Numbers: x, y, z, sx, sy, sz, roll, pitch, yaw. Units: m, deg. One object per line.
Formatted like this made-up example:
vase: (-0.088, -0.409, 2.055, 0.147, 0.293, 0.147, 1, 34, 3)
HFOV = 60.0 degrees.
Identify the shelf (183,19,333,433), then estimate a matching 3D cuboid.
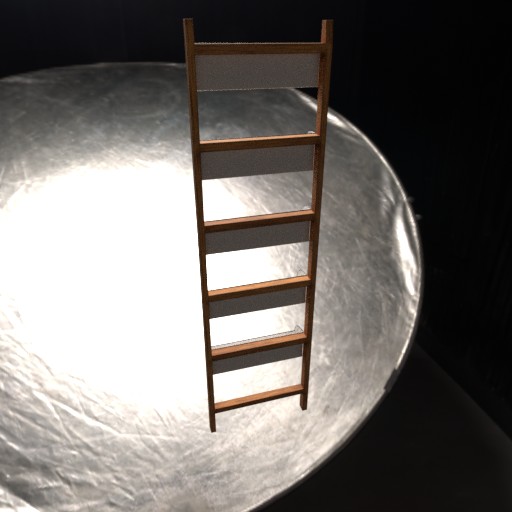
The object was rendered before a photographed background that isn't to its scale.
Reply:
shelf: (0.000, 0.000, 1.702, 0.454, 1.600, 0.141, -8, 28, -15)
